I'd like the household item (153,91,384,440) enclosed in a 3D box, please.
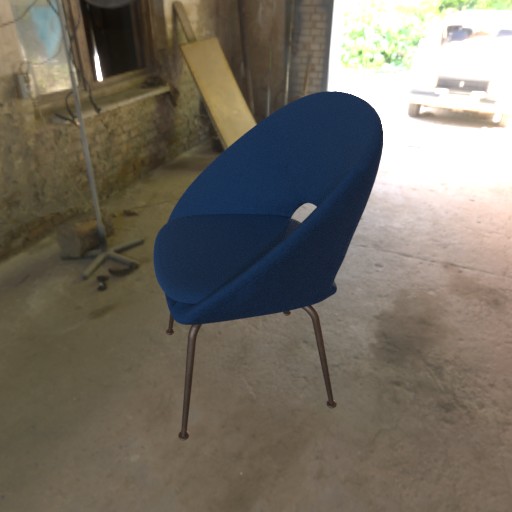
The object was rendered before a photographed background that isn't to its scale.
[{"bbox_3d":[0.000,0.000,1.273,0.573,0.852,0.623,-8,33,-12],"label":"household item"}]
